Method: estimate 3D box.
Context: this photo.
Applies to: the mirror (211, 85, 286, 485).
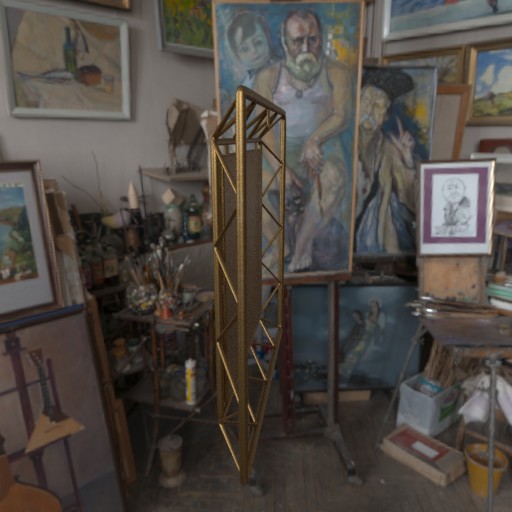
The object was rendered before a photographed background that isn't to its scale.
[{"bbox_3d":[0.000,0.000,0.629,0.046,0.414,0.416,2,15,8],"label":"mirror"}]
